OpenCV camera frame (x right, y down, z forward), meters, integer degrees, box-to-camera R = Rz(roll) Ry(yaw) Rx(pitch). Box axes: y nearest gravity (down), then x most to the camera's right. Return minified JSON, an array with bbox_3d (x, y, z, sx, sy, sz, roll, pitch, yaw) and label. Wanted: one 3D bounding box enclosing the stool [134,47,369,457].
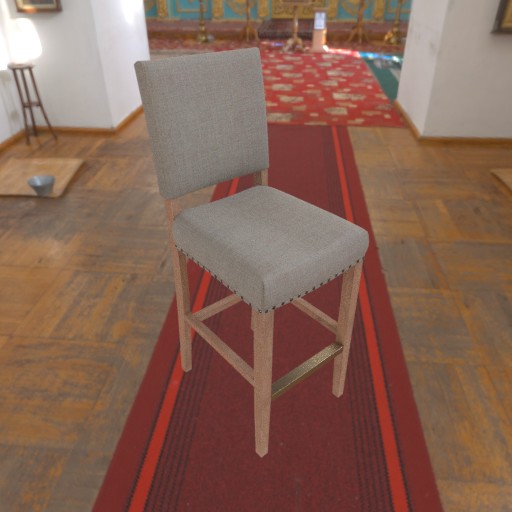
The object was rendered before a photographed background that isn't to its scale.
[{"bbox_3d":[0.000,0.000,1.498,0.445,1.203,0.585,-24,40,-33],"label":"stool"}]
